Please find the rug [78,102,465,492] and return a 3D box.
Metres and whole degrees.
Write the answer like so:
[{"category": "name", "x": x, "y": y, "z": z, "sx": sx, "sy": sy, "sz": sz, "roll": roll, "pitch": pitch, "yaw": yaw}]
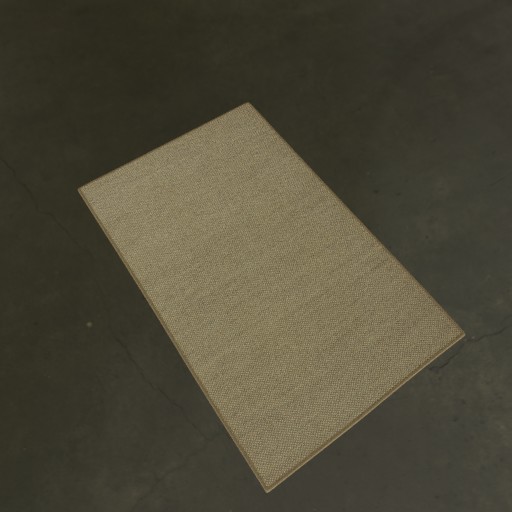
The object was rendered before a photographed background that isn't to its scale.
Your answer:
[{"category": "rug", "x": 0.000, "y": 0.000, "z": 2.086, "sx": 1.062, "sy": 0.013, "sz": 1.667, "roll": -32, "pitch": 68, "yaw": -15}]
